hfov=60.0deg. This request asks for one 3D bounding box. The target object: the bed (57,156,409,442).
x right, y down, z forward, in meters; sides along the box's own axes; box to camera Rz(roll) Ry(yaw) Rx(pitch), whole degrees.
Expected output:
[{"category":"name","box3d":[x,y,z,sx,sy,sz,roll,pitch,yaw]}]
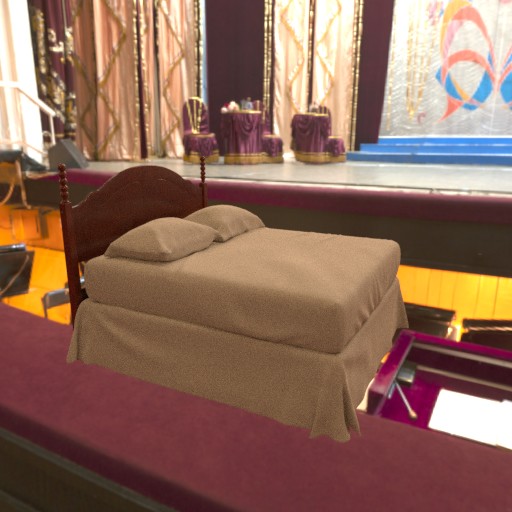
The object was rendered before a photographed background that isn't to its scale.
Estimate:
[{"category":"bed","box3d":[0.000,0.000,3.252,2.040,1.356,1.873,7,16,26]}]
